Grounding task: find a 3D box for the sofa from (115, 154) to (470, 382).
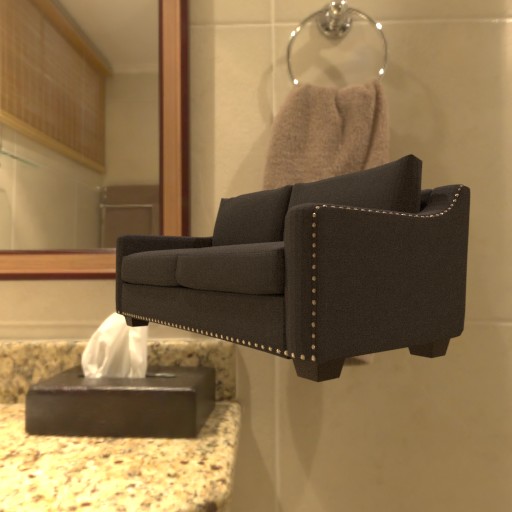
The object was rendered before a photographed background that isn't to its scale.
[{"bbox_3d":[0.000,0.000,3.279,1.336,1.196,2.550,1,-2,-36],"label":"sofa"}]
